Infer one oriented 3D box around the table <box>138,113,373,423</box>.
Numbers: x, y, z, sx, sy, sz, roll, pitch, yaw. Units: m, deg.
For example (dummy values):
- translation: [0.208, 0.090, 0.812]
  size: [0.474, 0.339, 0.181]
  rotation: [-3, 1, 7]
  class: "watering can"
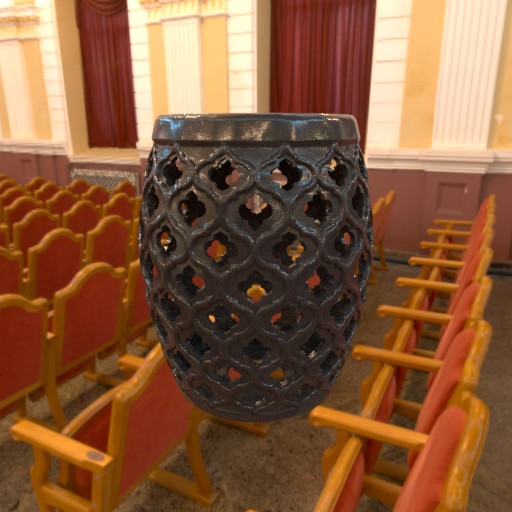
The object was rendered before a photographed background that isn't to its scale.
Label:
- translation: [0.000, 0.000, 0.641]
  size: [0.325, 0.388, 0.325]
  rotation: [0, 17, 0]
  class: "table"
